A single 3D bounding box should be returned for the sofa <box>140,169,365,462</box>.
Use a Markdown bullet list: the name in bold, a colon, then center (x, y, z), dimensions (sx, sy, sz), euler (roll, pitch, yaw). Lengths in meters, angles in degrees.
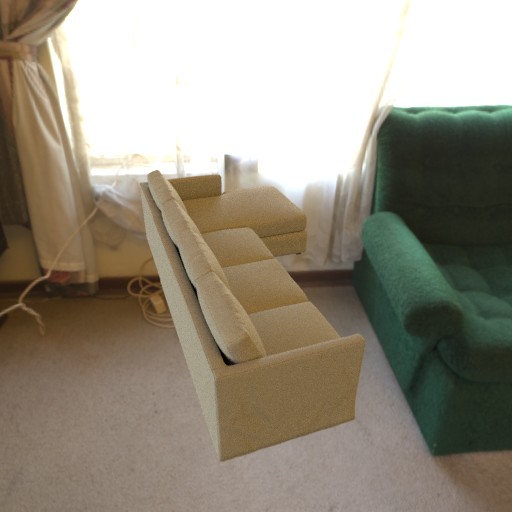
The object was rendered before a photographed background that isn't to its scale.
- **sofa**: center (0.000, 0.000, 3.980), dimensions (1.622, 0.867, 3.177), euler (-10, 31, -17)
